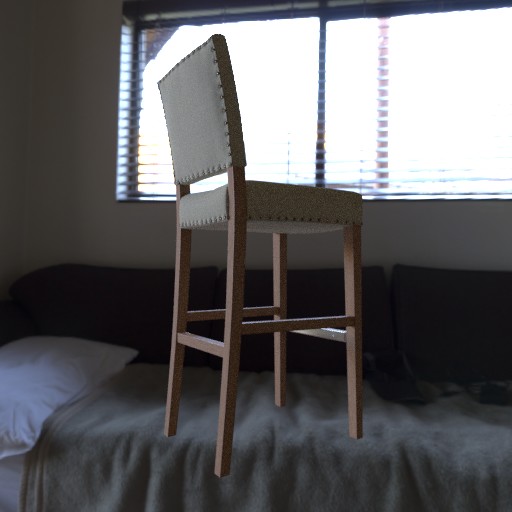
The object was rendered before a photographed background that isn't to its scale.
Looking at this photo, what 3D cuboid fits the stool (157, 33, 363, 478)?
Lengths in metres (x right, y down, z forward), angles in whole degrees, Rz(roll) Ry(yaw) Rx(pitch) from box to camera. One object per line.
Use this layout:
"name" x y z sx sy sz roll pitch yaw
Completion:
"stool" 0.000 0.000 1.422 0.546 1.143 0.428 1 -1 -35
